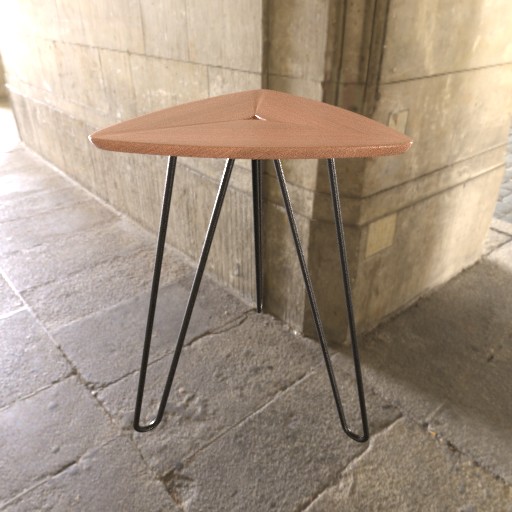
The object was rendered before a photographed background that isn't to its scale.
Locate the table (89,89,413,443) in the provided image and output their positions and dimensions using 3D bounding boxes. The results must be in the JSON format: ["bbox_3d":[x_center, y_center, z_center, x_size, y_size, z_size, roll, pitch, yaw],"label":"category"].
[{"bbox_3d":[0.000,0.000,0.880,0.442,0.564,0.455,2,30,3],"label":"table"}]
